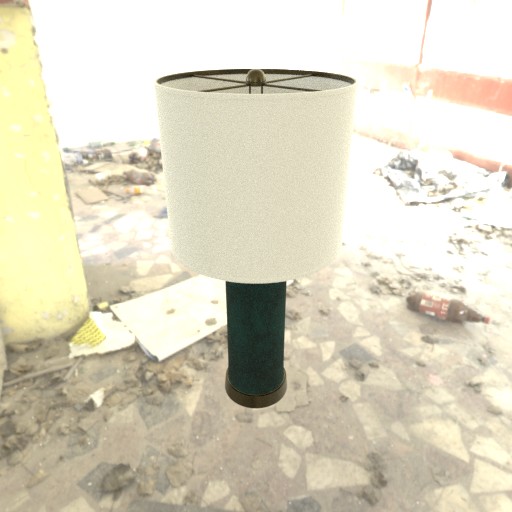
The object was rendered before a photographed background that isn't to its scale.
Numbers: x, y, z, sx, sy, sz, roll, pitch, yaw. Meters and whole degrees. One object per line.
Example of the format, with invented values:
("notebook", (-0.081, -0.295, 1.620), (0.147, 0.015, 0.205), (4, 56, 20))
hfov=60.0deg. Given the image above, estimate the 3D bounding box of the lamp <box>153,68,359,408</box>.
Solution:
("lamp", (0.000, 0.000, 0.805), (0.301, 0.630, 0.301), (-1, 28, -2))
